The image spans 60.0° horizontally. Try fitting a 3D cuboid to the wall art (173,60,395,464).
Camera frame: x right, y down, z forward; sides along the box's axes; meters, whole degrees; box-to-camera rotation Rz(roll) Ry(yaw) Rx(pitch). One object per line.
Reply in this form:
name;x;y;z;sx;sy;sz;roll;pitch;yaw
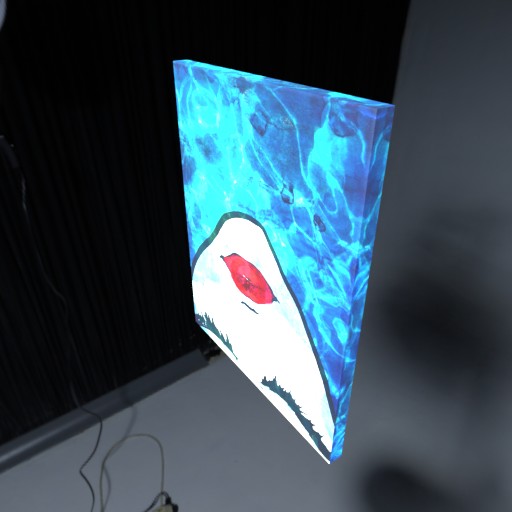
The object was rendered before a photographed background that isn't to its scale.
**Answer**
wall art;0.000;0.000;1.007;0.038;0.760;0.609;-20;36;-30
